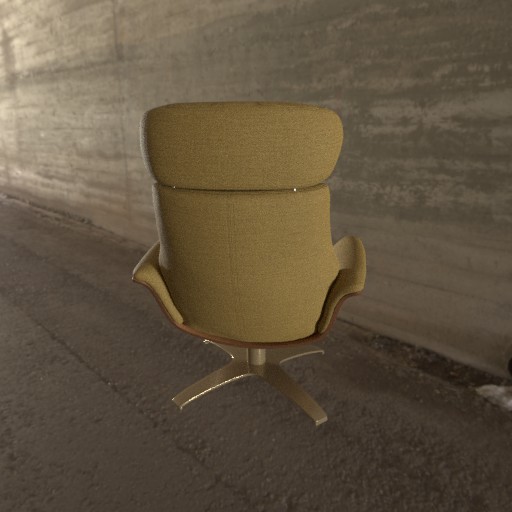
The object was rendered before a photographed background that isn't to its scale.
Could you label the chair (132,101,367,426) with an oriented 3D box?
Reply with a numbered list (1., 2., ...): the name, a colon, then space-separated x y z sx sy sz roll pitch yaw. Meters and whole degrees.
1. chair: 0.000 0.000 1.575 0.785 0.995 0.837 3 16 9
